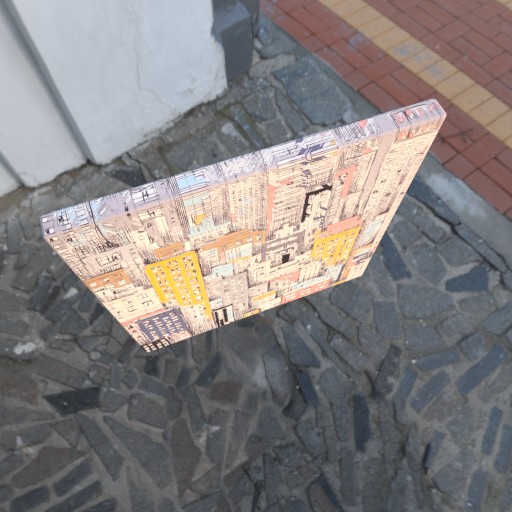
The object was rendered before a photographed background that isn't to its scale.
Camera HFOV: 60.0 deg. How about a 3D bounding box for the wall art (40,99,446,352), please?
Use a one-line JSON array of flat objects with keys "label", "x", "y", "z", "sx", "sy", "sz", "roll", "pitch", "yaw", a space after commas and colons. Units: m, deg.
[{"label": "wall art", "x": 0.000, "y": 0.000, "z": 1.132, "sx": 0.761, "sy": 0.762, "sz": 0.048, "roll": -19, "pitch": 65, "yaw": -9}]
